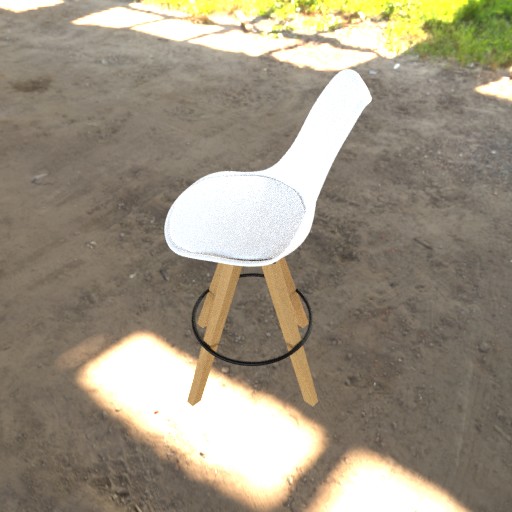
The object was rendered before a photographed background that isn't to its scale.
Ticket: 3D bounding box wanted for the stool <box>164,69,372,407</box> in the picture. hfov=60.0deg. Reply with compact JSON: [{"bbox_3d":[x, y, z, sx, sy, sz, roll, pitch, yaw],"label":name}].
[{"bbox_3d":[0.000,0.000,1.445,0.549,1.115,0.482,0,41,0],"label":"stool"}]
